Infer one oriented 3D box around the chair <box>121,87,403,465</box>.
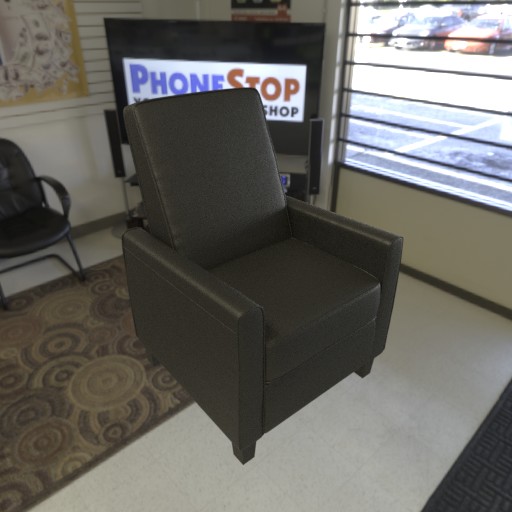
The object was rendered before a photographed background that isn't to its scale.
[{"bbox_3d":[0.000,0.000,1.551,0.705,1.013,0.746,-22,36,-34],"label":"chair"}]
